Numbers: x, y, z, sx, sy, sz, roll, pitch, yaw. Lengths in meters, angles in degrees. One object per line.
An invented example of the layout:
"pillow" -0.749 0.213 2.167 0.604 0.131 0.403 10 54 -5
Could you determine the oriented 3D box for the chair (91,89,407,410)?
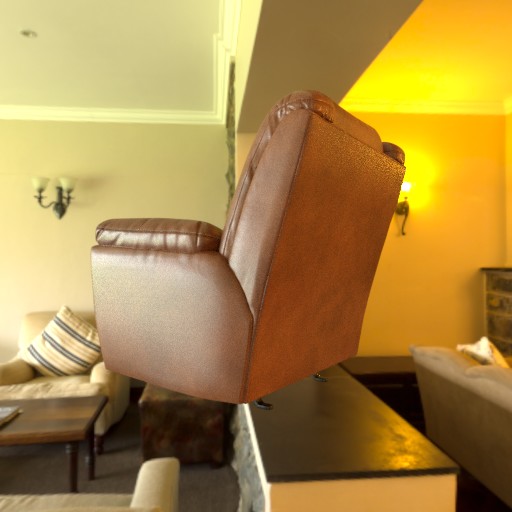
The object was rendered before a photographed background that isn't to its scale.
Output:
"chair" 0.000 0.000 1.902 1.041 1.093 0.990 0 -1 35
